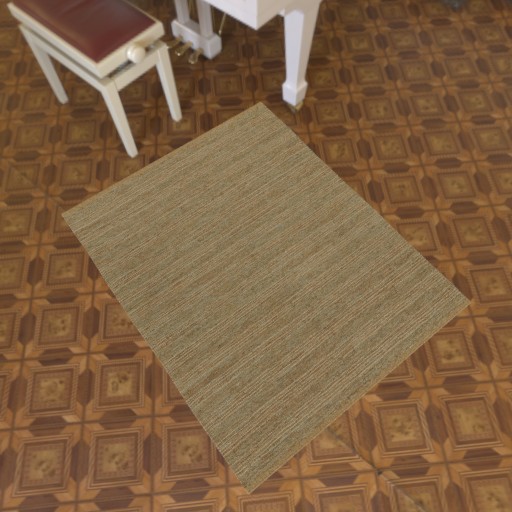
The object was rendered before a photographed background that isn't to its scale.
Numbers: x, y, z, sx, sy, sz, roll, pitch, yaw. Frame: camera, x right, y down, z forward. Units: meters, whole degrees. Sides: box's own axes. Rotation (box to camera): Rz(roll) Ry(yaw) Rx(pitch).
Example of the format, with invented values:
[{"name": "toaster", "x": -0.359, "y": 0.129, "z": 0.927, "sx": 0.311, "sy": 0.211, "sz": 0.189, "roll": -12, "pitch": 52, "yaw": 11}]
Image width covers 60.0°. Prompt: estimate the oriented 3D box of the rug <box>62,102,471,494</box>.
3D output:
[{"name": "rug", "x": 0.000, "y": 0.000, "z": 4.114, "sx": 2.471, "sy": 0.012, "sz": 3.034, "roll": -34, "pitch": 68, "yaw": -16}]
